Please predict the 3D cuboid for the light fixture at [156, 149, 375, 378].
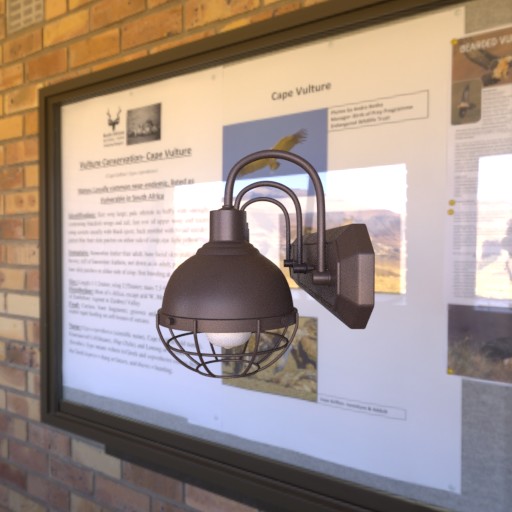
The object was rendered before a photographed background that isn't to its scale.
[{"bbox_3d":[0.000,0.000,0.749,0.229,0.254,0.634,0,1,0],"label":"light fixture"}]
